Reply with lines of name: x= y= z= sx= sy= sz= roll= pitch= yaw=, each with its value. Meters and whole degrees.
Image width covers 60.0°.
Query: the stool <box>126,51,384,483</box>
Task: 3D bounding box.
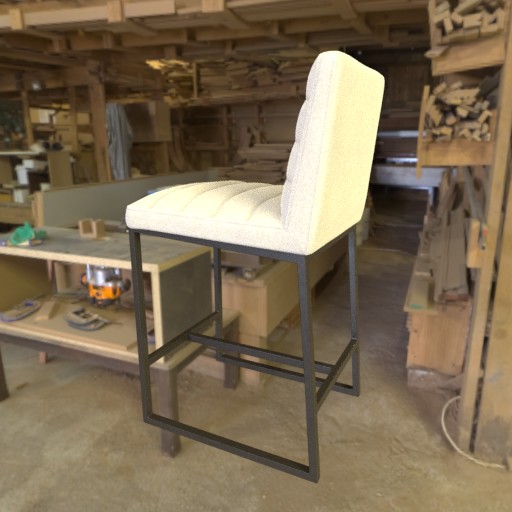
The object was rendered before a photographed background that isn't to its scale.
stool: x=0.000 y=0.000 z=1.248 sx=0.567 sy=0.971 sz=0.459 roll=8 pitch=17 yaw=25
